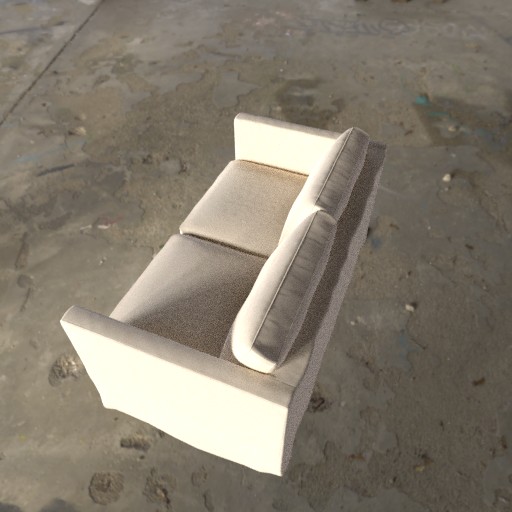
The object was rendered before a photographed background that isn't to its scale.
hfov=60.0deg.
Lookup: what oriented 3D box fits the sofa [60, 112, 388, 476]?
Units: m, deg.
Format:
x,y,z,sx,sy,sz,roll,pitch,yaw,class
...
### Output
x,y,z,sx,sy,sz,roll,pitch,yaw,class
0.000,0.000,2.319,0.962,0.834,1.746,17,49,15,sofa
